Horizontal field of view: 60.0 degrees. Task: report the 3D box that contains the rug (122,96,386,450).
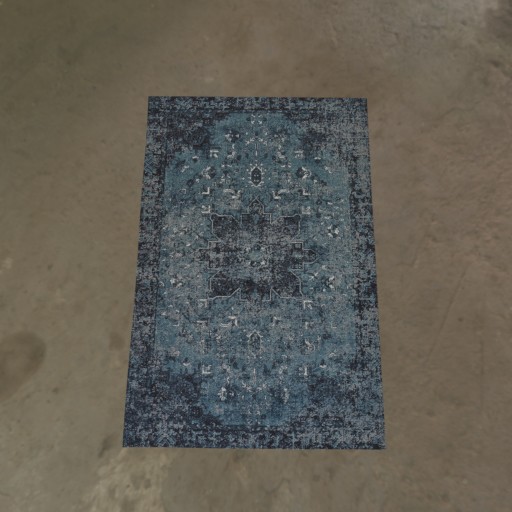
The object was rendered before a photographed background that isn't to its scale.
[{"bbox_3d":[0.000,0.000,2.259,1.219,0.005,1.828,1,76,0],"label":"rug"}]
